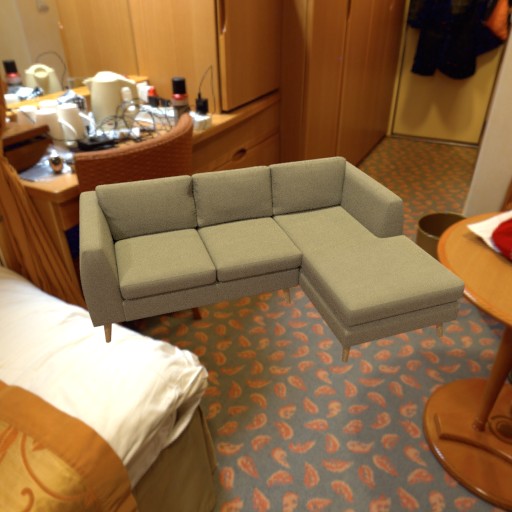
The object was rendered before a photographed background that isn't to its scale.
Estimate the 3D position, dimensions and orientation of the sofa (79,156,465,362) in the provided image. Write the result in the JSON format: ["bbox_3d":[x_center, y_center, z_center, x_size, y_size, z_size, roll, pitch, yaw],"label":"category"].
[{"bbox_3d":[0.000,0.000,3.115,2.300,0.860,1.580,-10,33,-16],"label":"sofa"}]
